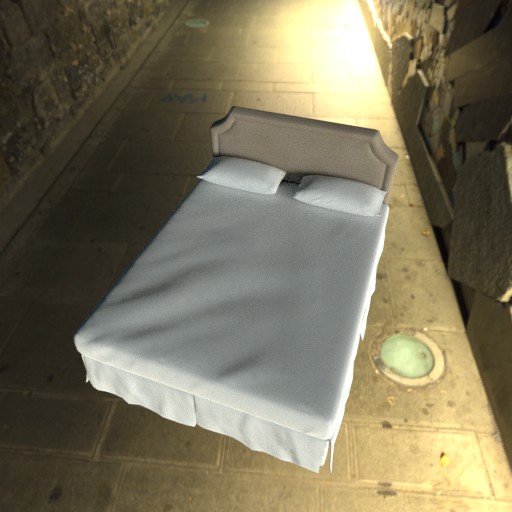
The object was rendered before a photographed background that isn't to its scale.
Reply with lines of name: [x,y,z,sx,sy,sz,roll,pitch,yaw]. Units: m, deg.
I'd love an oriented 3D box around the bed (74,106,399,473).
bed: [0.000,0.000,3.625,1.977,1.293,2.498,14,45,15]
